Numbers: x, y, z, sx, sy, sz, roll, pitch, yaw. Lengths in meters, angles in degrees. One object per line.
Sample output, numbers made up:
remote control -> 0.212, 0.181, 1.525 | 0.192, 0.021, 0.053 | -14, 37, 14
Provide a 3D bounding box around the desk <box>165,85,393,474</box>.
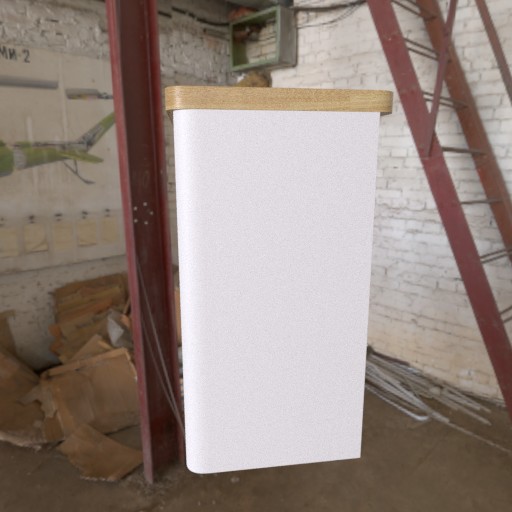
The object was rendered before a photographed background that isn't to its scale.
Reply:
desk -> 0.000, 0.000, 1.255 | 0.440, 0.790, 0.760 | -2, 13, -8
